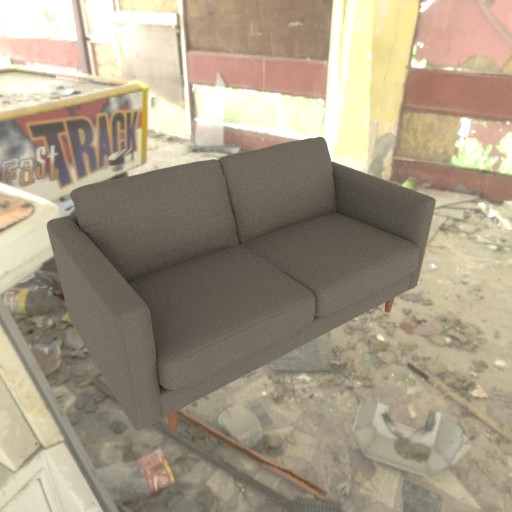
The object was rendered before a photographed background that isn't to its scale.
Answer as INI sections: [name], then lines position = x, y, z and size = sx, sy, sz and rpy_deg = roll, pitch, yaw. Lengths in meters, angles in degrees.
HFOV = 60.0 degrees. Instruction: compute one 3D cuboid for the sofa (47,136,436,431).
[sofa]
position = 0.000, 0.000, 2.241
size = 1.713, 0.866, 0.940
rpy_deg = -20, 36, -31
